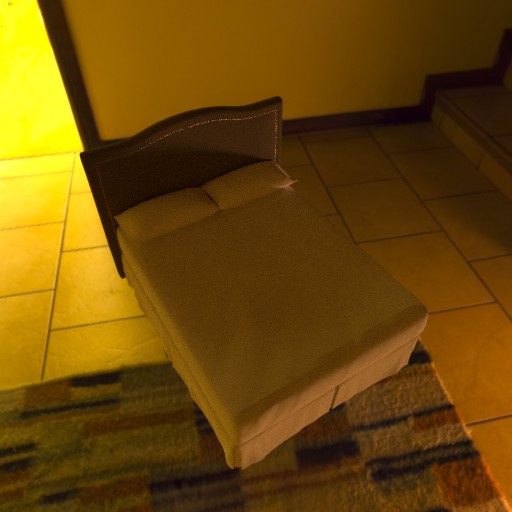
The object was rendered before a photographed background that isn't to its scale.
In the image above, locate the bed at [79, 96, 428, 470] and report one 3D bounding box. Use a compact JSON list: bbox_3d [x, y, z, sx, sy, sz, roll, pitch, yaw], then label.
[{"bbox_3d":[0.000,0.000,3.201,1.666,1.387,2.036,-24,50,-22],"label":"bed"}]
